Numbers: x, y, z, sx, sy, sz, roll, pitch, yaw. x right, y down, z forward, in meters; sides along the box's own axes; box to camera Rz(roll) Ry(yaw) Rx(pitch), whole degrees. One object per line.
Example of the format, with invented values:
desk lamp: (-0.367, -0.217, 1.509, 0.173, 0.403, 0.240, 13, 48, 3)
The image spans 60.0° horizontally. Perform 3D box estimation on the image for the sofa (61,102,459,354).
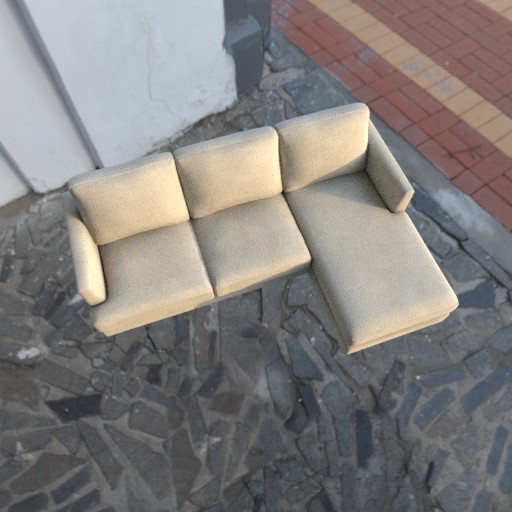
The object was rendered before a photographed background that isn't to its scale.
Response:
sofa: (0.000, 0.000, 2.941, 2.233, 0.956, 1.504, -17, 64, -9)
